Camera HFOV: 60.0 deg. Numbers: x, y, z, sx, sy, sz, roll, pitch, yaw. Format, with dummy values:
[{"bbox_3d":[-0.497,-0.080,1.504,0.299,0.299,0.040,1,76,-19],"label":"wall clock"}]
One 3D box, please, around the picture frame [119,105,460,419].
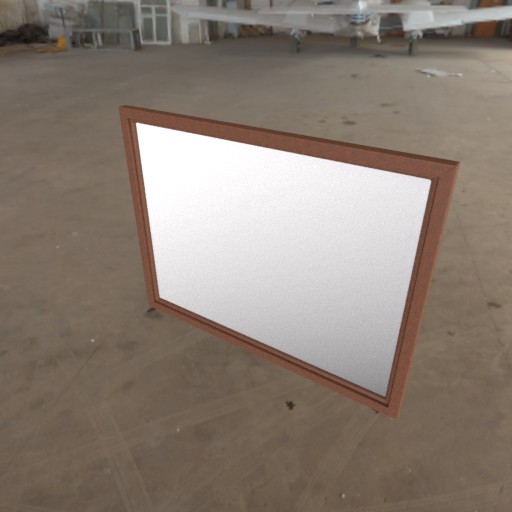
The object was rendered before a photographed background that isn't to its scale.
[{"bbox_3d":[0.000,0.000,1.785,1.329,1.018,0.045,19,35,28],"label":"picture frame"}]
